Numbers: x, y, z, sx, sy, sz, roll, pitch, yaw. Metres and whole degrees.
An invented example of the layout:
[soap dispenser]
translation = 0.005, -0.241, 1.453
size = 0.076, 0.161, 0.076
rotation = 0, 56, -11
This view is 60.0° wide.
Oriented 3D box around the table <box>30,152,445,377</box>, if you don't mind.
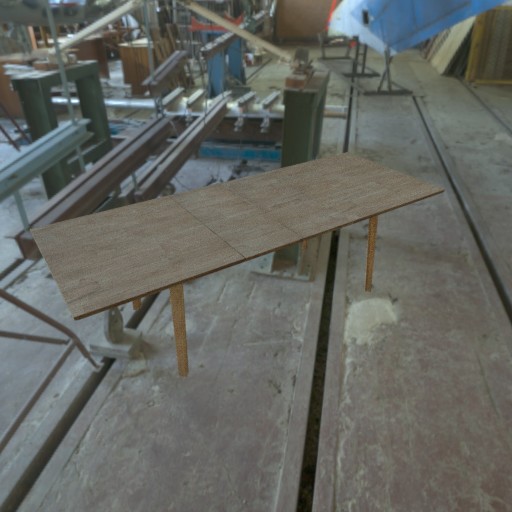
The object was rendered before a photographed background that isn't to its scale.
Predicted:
[table]
translation = 0.000, 0.000, 3.124
size = 2.603, 0.752, 1.000
rotation = -19, 36, -28
